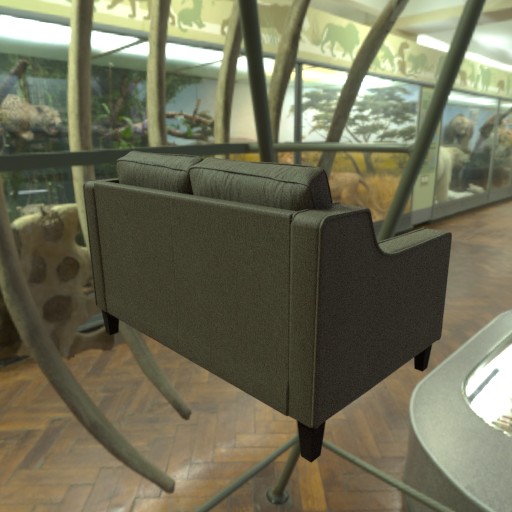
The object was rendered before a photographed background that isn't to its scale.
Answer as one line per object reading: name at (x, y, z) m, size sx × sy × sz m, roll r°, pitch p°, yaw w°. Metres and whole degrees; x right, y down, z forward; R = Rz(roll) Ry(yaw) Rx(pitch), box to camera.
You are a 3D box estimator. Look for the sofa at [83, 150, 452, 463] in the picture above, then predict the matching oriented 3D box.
sofa at (0.000, 0.000, 2.148) m, size 1.503 × 0.981 × 0.985 m, roll 15°, pitch 21°, yaw 43°
